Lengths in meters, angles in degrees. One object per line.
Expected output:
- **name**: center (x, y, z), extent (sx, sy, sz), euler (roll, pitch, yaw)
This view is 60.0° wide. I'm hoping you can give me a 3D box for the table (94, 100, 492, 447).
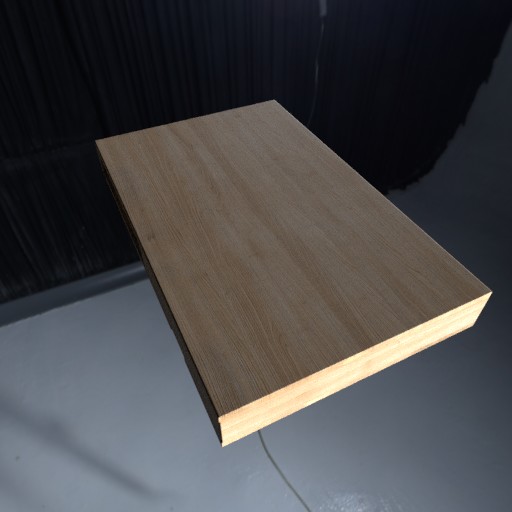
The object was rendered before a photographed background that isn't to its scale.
- **table**: center (0.000, 0.000, 1.438), extent (0.700, 0.440, 1.100), euler (-19, 48, -18)
